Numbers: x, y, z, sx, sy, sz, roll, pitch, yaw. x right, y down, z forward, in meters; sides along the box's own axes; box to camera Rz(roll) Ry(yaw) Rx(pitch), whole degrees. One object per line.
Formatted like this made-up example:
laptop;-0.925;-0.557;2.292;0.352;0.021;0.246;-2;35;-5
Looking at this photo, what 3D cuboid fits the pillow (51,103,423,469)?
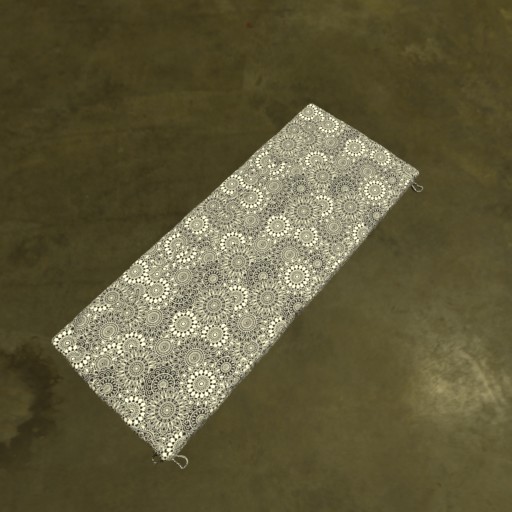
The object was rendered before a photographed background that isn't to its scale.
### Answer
pillow;0.000;0.000;1.333;0.492;0.081;1.187;38;70;17
